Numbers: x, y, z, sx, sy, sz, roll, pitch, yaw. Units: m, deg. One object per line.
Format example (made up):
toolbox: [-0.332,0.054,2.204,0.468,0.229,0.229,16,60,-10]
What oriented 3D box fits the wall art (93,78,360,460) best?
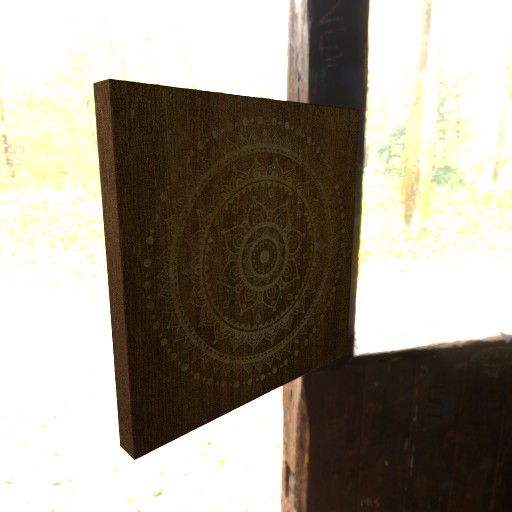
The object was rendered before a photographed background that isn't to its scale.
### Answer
wall art: [0.000,0.000,0.599,0.406,0.403,0.039,-12,17,-42]
